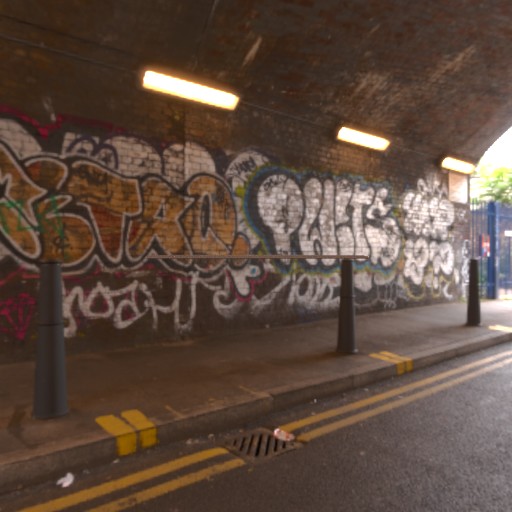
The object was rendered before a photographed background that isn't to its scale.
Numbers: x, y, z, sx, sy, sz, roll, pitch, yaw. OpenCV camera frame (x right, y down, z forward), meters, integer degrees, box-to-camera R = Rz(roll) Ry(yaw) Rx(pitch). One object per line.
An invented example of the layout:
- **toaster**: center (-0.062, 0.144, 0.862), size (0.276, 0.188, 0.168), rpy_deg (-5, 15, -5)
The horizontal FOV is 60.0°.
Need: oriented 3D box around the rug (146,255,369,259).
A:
- **rug**: center (0.000, 0.000, 2.406), size (0.662, 0.011, 2.196), rpy_deg (0, 0, 0)
